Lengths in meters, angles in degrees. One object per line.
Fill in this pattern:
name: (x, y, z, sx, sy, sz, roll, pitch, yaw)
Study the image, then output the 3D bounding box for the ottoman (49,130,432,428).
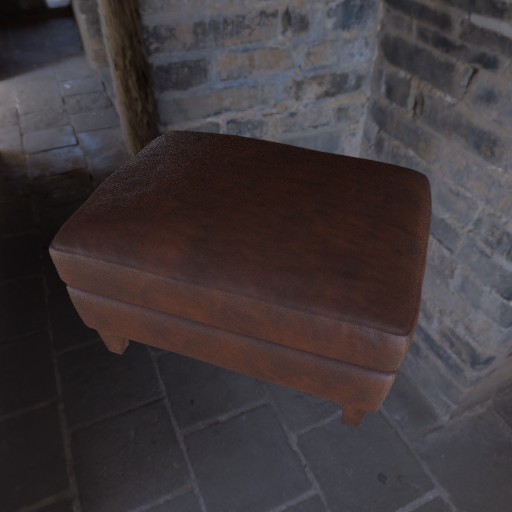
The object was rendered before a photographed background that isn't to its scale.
ottoman: (0.000, 0.000, 1.288, 0.887, 0.527, 0.659, 13, 44, 14)
